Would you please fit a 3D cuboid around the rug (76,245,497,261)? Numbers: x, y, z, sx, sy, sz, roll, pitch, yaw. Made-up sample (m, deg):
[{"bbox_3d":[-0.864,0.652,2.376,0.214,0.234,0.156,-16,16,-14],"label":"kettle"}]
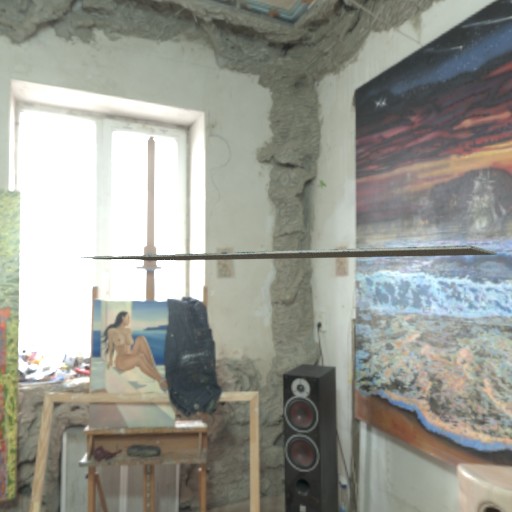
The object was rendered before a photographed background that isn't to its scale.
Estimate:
[{"bbox_3d":[0.000,0.000,2.619,2.434,0.013,0.770,-1,-2,35],"label":"rug"}]
